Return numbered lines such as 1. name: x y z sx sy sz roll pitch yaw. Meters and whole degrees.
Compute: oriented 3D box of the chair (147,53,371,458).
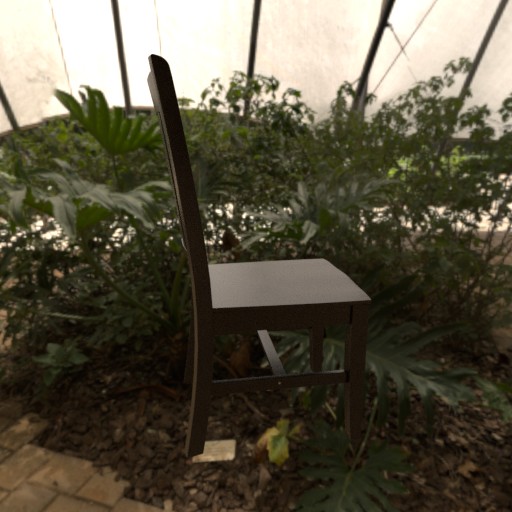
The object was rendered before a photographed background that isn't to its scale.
1. chair: 0.000 0.000 1.286 0.555 0.998 0.450 -2 15 -9
